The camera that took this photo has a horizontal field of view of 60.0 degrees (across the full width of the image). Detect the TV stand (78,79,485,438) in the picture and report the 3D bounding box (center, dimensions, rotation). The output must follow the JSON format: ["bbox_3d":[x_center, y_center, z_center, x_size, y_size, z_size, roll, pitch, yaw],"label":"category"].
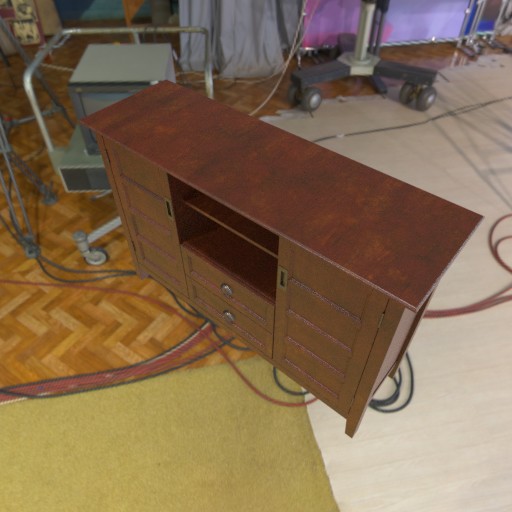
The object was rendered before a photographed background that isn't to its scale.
[{"bbox_3d":[0.000,0.000,1.806,1.372,0.915,0.445,31,54,26],"label":"TV stand"}]
